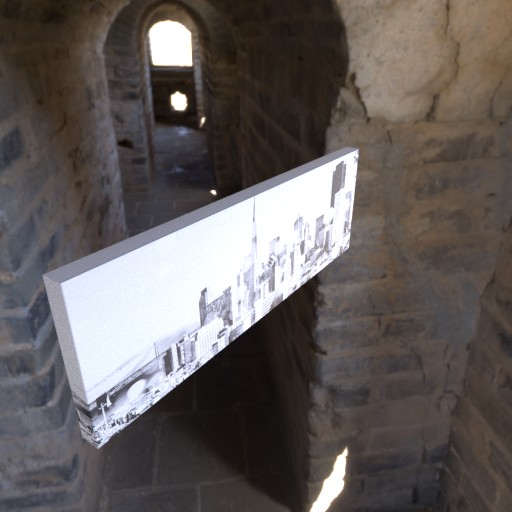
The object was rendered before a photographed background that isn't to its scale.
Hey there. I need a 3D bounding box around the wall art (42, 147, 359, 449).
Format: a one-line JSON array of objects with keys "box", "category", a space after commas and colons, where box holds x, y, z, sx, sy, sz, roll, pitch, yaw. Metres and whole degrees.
[{"box": [0.000, 0.000, 0.821, 0.036, 0.256, 0.766, 18, 32, 32], "category": "wall art"}]
